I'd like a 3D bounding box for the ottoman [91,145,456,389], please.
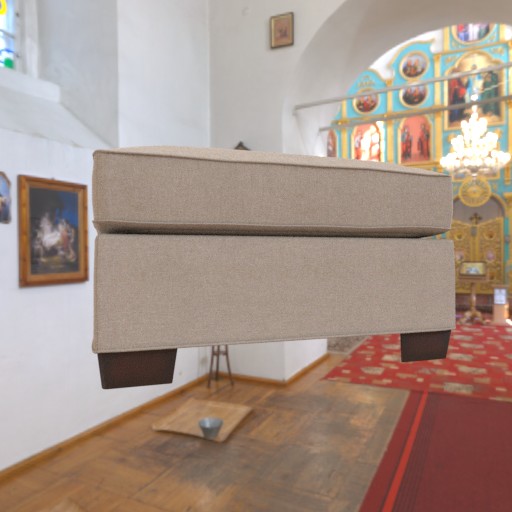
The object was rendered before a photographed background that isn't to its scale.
[{"bbox_3d":[0.000,0.000,1.235,0.846,0.503,0.617,0,0,-18],"label":"ottoman"}]
